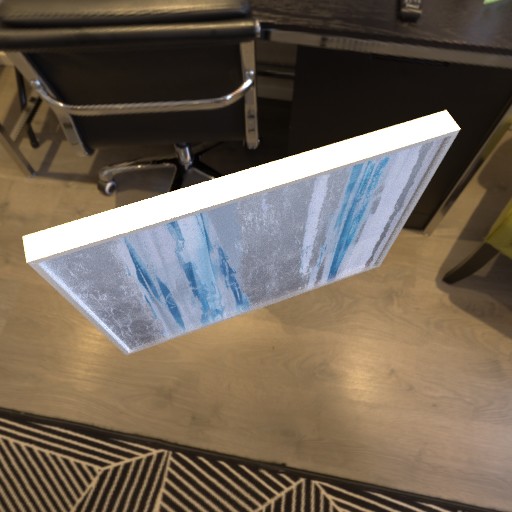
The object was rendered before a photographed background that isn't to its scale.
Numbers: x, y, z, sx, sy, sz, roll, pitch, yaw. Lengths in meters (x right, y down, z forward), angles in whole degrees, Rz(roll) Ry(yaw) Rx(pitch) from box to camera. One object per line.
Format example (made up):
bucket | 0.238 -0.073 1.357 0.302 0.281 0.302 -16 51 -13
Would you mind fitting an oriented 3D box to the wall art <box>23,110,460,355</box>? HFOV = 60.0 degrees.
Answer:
wall art | 0.000 0.000 1.390 1.056 0.801 0.066 -18 65 -9
